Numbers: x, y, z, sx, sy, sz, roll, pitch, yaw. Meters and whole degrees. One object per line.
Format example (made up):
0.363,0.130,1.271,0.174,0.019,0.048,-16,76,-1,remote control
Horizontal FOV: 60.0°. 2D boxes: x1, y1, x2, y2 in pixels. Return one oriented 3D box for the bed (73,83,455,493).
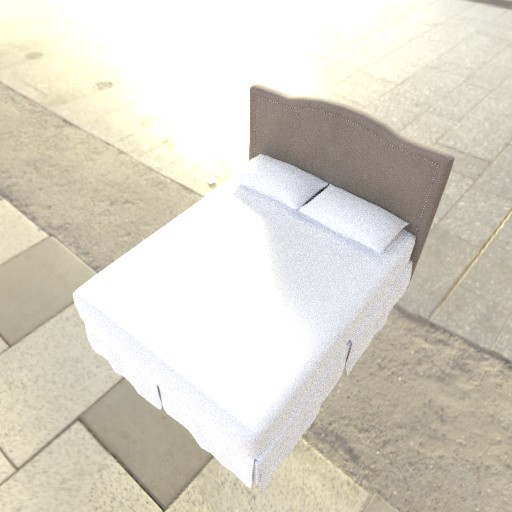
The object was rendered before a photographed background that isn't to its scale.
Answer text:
0.000,0.000,3.123,1.744,1.441,2.128,30,53,26,bed
